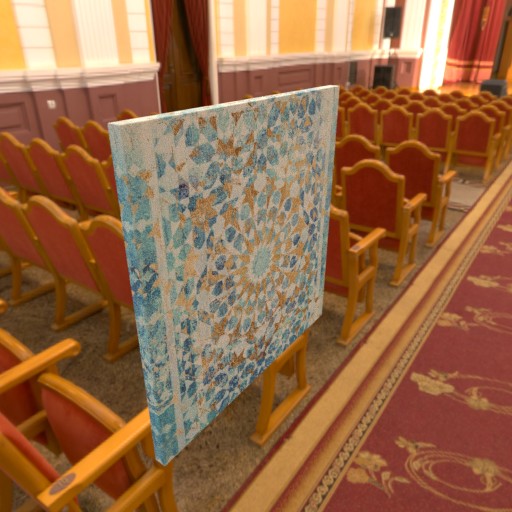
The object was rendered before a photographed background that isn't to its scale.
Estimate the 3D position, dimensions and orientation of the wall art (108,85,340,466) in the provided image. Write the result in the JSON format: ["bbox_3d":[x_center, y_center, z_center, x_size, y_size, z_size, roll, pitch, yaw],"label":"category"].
[{"bbox_3d":[0.000,0.000,1.364,0.040,0.916,0.916,17,31,31],"label":"wall art"}]
